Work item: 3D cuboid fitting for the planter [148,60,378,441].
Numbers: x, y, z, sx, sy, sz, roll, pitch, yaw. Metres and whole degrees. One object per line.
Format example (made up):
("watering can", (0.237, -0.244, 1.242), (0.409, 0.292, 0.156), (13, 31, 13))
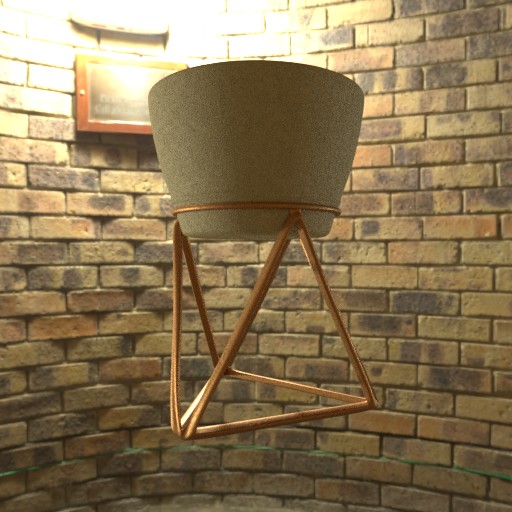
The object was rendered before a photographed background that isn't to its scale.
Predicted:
("planter", (0.000, 0.000, 0.740), (0.350, 0.504, 0.350), (1, 1, 37))
